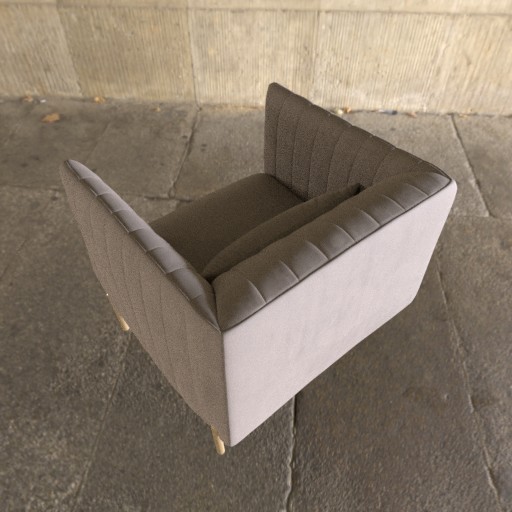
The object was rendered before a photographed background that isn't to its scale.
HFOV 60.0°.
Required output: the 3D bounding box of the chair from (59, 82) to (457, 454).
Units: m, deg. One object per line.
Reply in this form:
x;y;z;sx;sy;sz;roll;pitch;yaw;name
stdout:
0.000;0.000;1.626;0.981;0.779;0.873;-31;53;-26;chair
